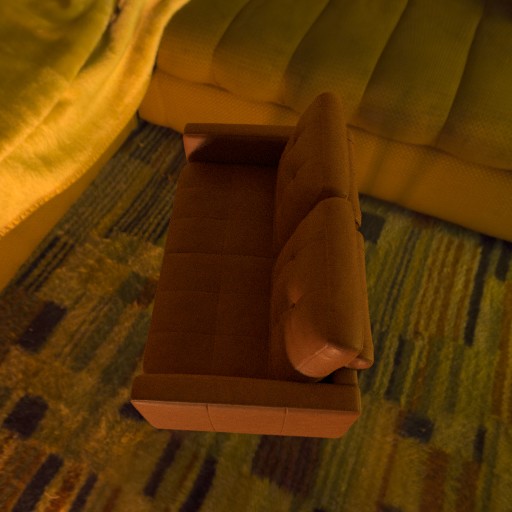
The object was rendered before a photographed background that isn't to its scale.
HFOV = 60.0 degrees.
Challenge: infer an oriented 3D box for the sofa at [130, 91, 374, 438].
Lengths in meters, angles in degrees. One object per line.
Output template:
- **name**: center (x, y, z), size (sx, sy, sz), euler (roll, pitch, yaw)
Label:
- **sofa**: center (0.000, 0.000, 1.991), size (0.868, 0.898, 1.430), euler (3, 58, 2)
